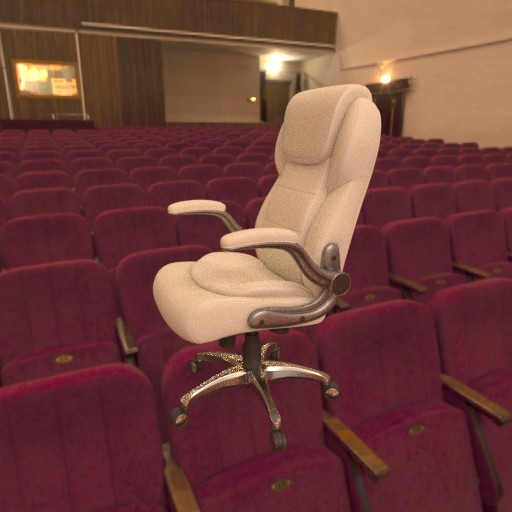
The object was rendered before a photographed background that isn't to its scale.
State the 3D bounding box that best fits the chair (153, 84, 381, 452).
[{"bbox_3d":[0.000,0.000,1.822,0.806,1.330,0.755,-7,17,-24],"label":"chair"}]
